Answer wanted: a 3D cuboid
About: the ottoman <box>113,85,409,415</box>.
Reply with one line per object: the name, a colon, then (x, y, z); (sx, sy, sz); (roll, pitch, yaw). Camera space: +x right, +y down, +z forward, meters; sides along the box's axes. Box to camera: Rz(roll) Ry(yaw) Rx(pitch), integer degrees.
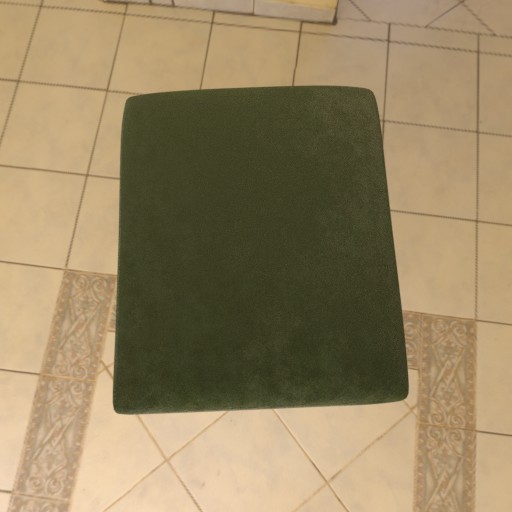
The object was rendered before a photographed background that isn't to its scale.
ottoman: (0.000, 0.000, 1.311); (0.701, 0.538, 0.839); (-2, 76, -1)
